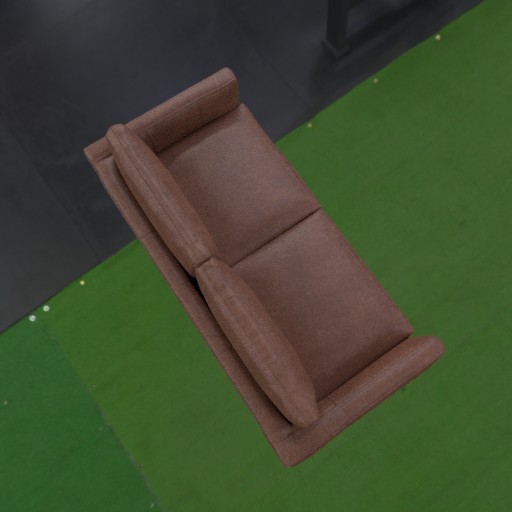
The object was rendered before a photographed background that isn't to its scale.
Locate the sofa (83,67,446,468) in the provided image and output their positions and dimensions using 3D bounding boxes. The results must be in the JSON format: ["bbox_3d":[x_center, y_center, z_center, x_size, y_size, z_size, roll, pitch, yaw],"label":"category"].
[{"bbox_3d":[0.000,0.000,2.286,0.899,0.883,1.797,-34,78,-8],"label":"sofa"}]
